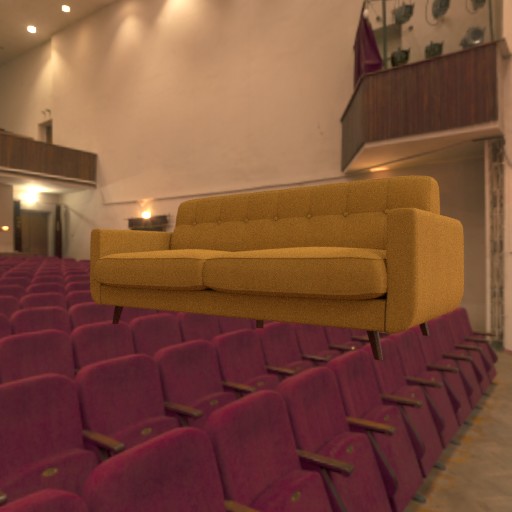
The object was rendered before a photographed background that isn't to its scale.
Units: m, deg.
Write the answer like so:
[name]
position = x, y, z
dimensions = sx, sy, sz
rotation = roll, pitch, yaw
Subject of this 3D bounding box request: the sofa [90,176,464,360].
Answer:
[sofa]
position = 0.000, 0.000, 2.537
dimensions = 2.029, 0.841, 0.909
rotation = 0, -1, 36
